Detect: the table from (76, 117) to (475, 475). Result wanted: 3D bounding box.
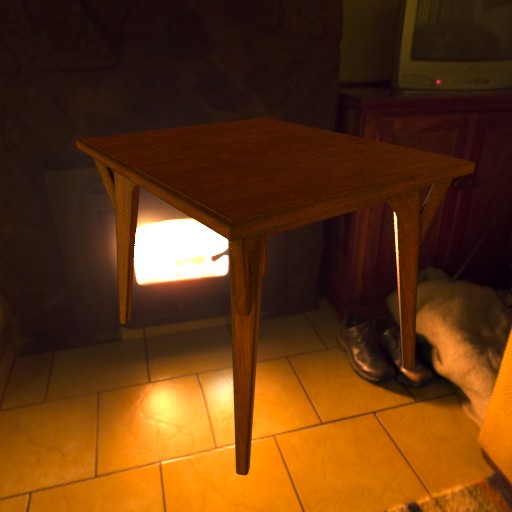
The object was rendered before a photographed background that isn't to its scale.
[{"bbox_3d":[0.000,0.000,1.575,0.838,0.761,0.991,-18,31,-32],"label":"table"}]
